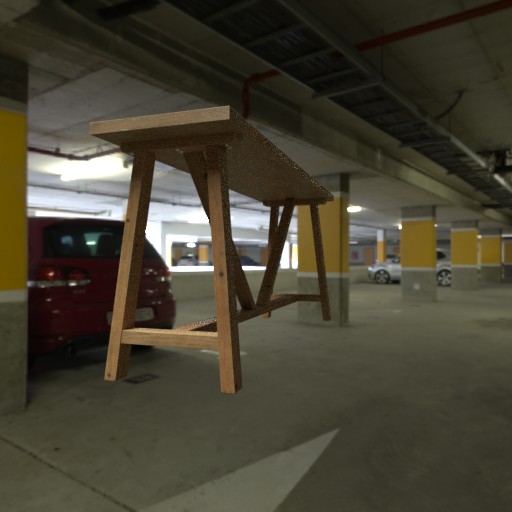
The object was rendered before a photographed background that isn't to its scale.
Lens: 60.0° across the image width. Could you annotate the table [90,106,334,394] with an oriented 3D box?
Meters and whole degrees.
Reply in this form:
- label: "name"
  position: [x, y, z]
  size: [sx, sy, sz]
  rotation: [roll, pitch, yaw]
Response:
- label: "table"
  position: [0.000, 0.000, 2.141]
  size: [0.465, 0.810, 1.800]
  rotation: [0, -1, 19]
